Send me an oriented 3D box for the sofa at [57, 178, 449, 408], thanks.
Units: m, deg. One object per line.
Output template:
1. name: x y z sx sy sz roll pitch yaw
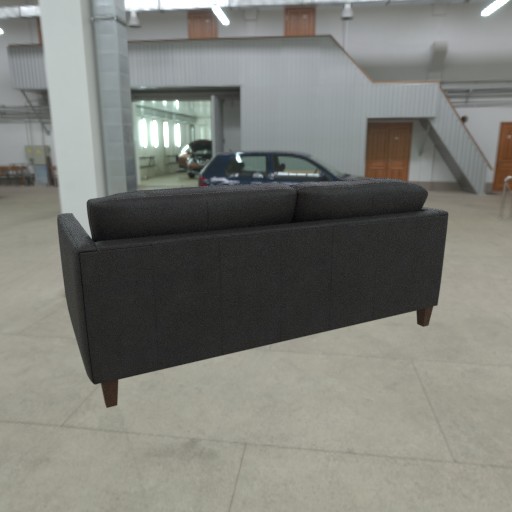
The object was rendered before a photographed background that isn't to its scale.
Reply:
1. sofa: 0.000 0.000 2.484 1.971 0.863 0.933 -7 16 -27
